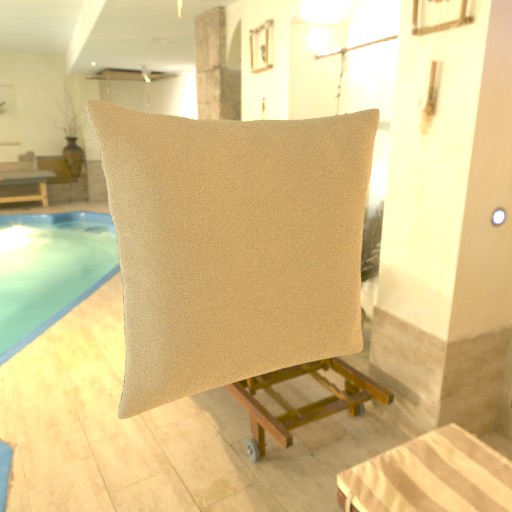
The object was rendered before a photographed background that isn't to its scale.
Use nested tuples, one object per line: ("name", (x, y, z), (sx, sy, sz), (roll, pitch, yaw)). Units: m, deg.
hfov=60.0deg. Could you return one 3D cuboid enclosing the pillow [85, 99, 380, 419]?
("pillow", (0.000, 0.000, 0.787), (0.523, 0.510, 0.166), (-8, 18, -26))
